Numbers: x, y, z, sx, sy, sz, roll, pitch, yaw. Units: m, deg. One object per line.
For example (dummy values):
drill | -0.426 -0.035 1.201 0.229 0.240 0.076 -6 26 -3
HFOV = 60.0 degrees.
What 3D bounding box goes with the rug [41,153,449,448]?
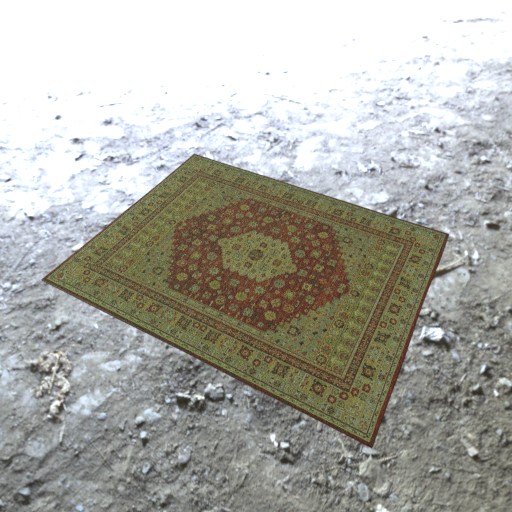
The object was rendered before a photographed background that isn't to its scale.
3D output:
rug | 0.000 0.000 4.155 3.053 0.013 2.387 21 48 20
